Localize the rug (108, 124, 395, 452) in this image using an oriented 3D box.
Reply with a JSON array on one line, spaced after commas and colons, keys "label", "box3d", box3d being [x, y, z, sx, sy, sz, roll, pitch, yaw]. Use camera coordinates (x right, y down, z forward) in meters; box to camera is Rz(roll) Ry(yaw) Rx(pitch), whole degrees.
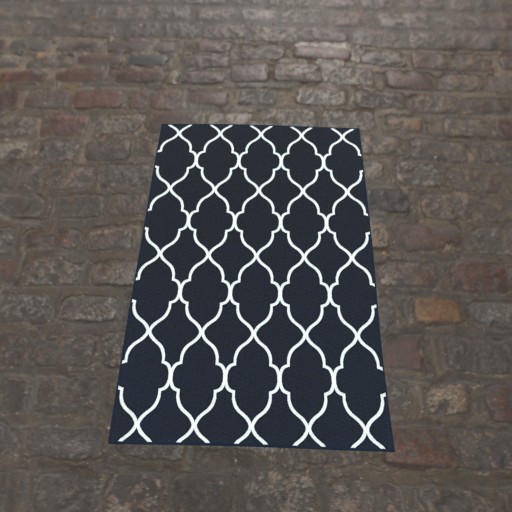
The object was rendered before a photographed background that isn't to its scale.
[{"label": "rug", "box3d": [0.000, 0.000, 2.875, 1.528, 0.014, 2.294, 1, 62, 1]}]
